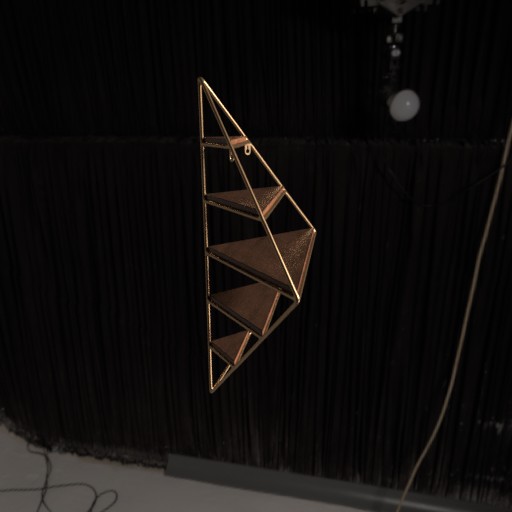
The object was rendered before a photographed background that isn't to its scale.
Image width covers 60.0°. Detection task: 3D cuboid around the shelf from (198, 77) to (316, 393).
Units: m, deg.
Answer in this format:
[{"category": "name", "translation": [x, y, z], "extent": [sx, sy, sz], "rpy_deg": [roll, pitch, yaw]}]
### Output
[{"category": "shelf", "translation": [0.000, 0.000, 1.212], "extent": [0.294, 0.913, 0.564], "rpy_deg": [3, 18, 10]}]
